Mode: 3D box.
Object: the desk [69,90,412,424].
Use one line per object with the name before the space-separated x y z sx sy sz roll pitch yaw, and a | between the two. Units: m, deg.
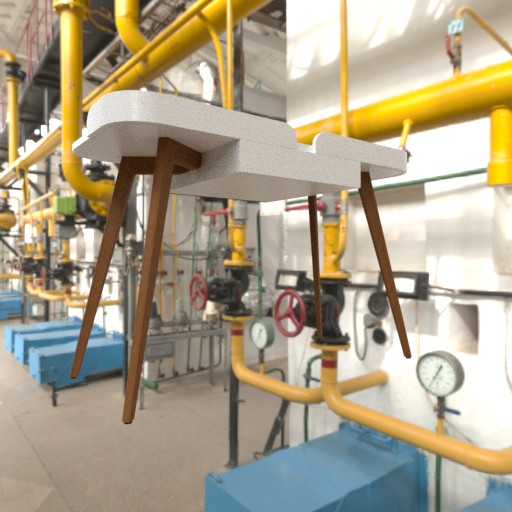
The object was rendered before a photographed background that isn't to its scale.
desk | 0.000 0.000 1.605 1.206 0.807 0.534 0 0 -37
